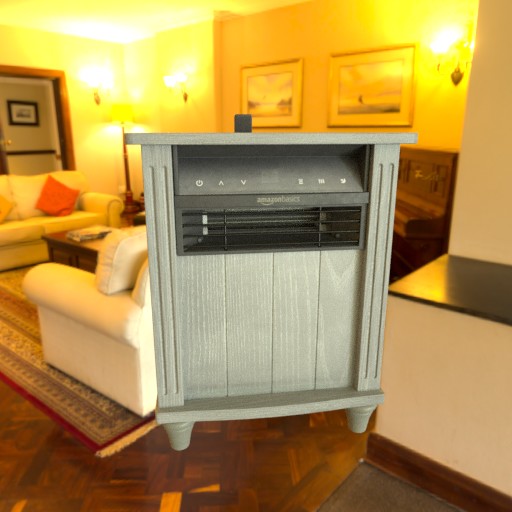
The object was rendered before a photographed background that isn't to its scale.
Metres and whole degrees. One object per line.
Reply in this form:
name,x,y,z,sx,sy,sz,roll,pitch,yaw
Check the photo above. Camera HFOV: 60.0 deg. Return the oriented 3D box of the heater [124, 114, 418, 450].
heater,0.000,0.000,0.767,0.362,0.481,0.400,-2,16,-8
